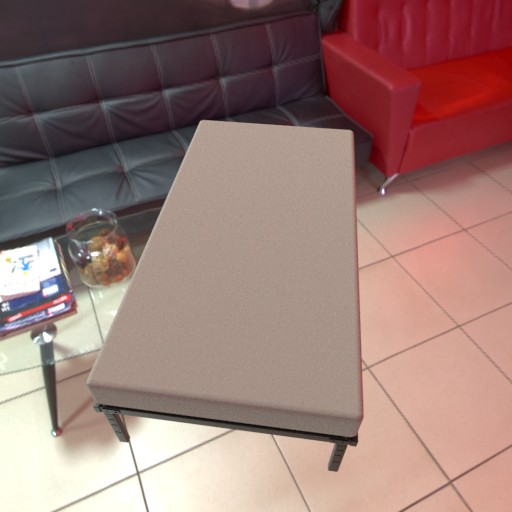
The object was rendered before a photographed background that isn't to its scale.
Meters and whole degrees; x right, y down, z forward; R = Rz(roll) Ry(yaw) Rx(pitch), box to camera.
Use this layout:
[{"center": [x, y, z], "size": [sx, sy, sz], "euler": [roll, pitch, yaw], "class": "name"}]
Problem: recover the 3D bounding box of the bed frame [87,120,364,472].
[{"center": [0.000, 0.000, 3.247], "size": [1.393, 0.680, 2.635], "euler": [6, 46, 5], "class": "bed frame"}]
